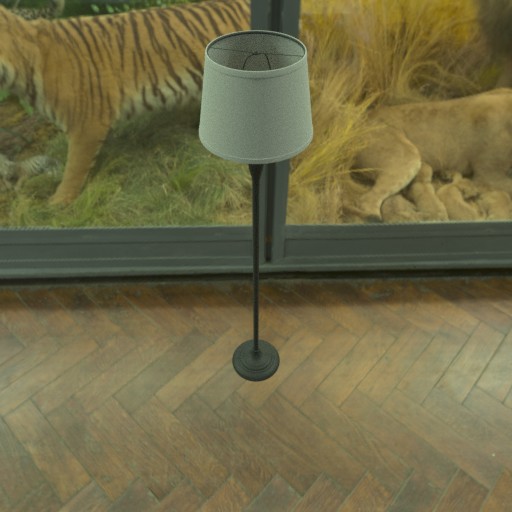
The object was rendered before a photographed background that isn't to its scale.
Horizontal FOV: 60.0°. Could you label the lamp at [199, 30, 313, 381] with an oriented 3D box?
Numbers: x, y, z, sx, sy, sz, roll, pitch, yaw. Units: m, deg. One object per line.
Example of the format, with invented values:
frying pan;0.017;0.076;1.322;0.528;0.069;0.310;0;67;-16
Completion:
lamp;0.000;0.000;1.656;0.327;1.506;0.327;-25;51;-21
